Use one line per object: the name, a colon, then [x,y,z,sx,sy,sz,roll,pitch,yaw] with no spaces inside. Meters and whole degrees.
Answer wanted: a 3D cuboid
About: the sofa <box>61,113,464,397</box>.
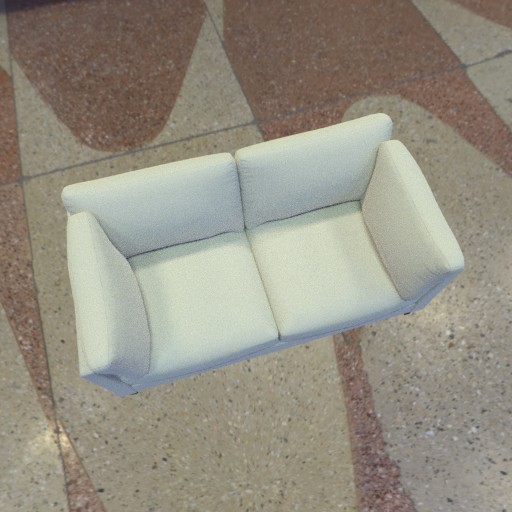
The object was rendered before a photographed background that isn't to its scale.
sofa: [0.000,0.000,2.319,1.776,0.836,0.970,-15,63,-8]
